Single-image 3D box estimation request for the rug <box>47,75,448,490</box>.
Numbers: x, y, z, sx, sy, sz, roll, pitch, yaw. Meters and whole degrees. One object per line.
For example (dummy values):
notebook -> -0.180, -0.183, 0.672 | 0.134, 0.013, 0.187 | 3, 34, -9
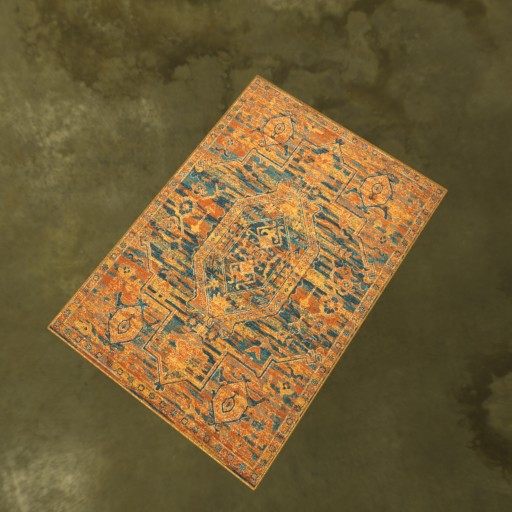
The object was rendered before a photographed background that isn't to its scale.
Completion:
rug -> 0.000, 0.000, 3.709 | 2.043, 0.019, 2.916 | 34, 77, 9
